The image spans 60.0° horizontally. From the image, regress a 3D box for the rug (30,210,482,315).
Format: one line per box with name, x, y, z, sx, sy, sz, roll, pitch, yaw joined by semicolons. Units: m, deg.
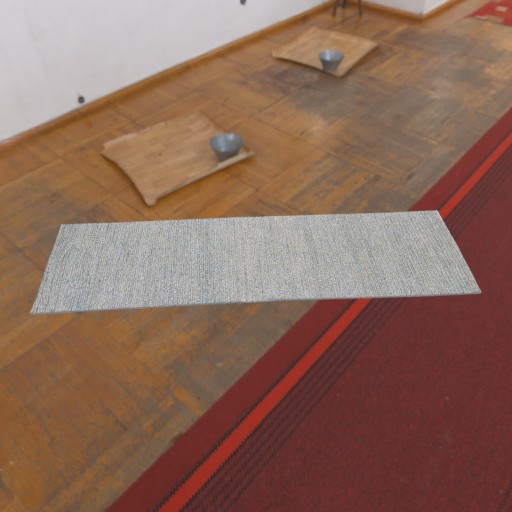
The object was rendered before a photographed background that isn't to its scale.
rug;0.000;0.000;2.509;2.341;0.037;0.675;-2;45;-2
